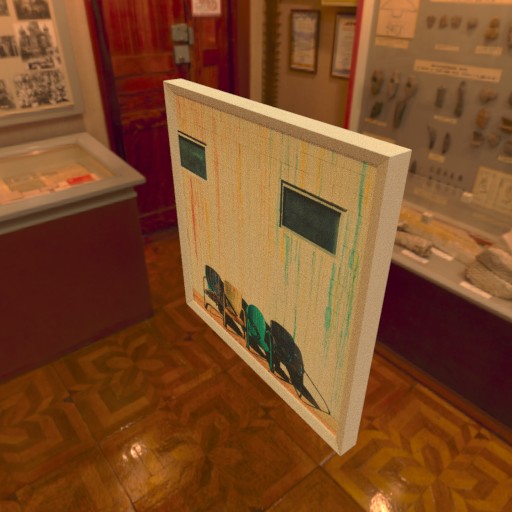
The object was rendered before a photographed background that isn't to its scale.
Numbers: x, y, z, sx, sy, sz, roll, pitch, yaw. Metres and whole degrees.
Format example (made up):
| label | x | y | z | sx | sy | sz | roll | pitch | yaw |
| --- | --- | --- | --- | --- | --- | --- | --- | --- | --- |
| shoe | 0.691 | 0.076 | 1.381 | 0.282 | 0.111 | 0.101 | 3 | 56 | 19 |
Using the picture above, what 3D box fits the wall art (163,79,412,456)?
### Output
| label | x | y | z | sx | sy | sz | roll | pitch | yaw |
| --- | --- | --- | --- | --- | --- | --- | --- | --- | --- |
| wall art | 0.000 | 0.000 | 0.773 | 0.037 | 0.508 | 0.508 | -22 | 38 | -31 |
